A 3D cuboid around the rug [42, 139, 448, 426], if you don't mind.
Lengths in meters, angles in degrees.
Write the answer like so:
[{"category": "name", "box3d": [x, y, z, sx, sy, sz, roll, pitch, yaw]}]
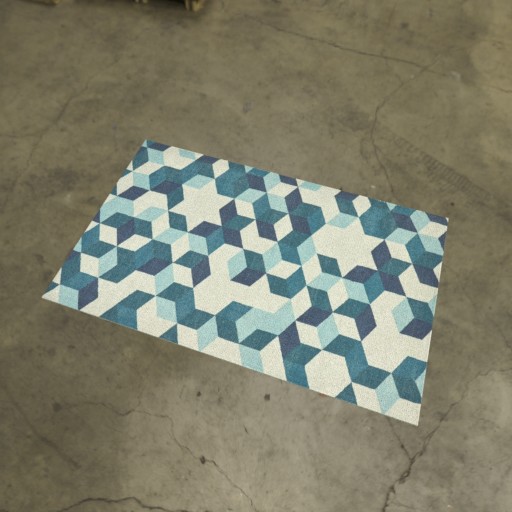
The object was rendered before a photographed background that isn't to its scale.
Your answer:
[{"category": "rug", "box3d": [0.000, 0.000, 3.059, 2.438, 0.015, 1.518, 16, 60, 10]}]
